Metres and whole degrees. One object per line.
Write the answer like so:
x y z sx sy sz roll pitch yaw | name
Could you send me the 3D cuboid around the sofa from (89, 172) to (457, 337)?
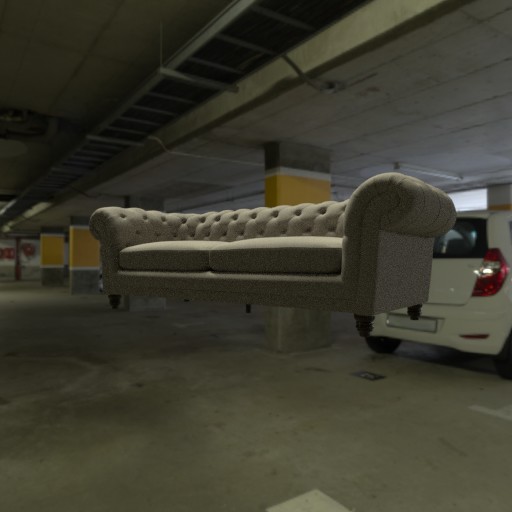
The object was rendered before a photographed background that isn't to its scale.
0.000 0.000 2.921 2.411 0.749 0.991 0 -1 37 | sofa
